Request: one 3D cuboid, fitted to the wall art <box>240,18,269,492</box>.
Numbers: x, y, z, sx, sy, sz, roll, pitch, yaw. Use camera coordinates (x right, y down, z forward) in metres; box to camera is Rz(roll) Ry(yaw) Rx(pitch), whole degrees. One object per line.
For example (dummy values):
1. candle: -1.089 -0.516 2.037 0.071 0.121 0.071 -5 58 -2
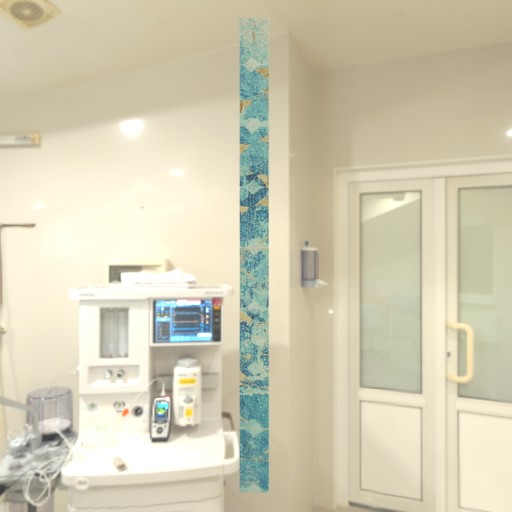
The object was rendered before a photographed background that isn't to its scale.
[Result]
1. wall art: 0.000 0.000 0.873 0.040 0.609 0.609 0 0 1
